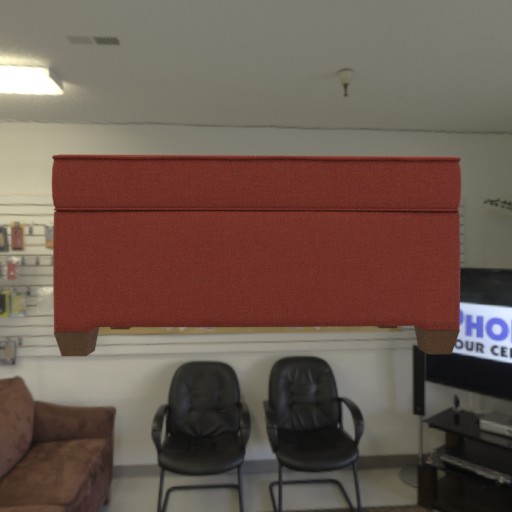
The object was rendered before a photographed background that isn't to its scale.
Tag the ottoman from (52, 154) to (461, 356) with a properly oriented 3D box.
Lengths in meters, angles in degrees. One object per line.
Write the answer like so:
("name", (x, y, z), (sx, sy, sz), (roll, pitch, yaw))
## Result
("ottoman", (0.000, 0.000, 1.222), (0.948, 0.454, 0.497), (0, 0, -2))
